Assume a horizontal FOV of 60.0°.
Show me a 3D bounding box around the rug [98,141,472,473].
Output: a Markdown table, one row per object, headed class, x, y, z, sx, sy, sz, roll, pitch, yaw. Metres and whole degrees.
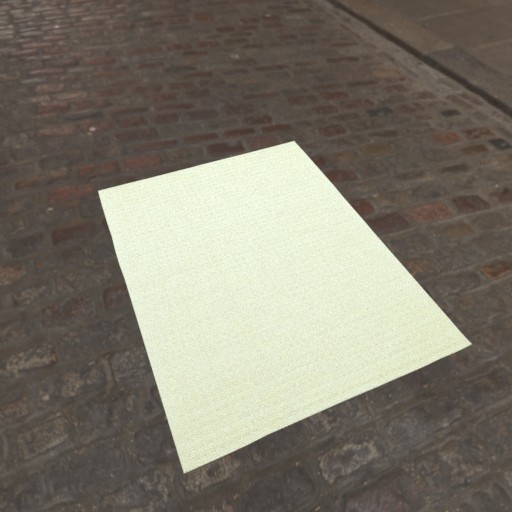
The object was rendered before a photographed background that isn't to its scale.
| class | x | y | z | sx | sy | sz | roll | pitch | yaw |
| --- | --- | --- | --- | --- | --- | --- | --- | --- | --- |
| rug | 0.000 | 0.000 | 4.258 | 2.452 | 0.016 | 3.204 | -18 | 50 | -16 |
